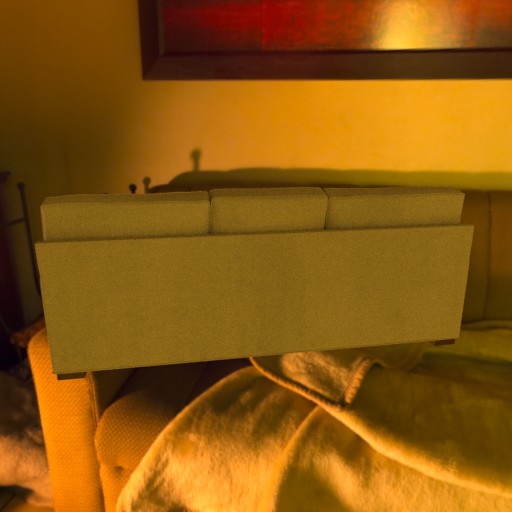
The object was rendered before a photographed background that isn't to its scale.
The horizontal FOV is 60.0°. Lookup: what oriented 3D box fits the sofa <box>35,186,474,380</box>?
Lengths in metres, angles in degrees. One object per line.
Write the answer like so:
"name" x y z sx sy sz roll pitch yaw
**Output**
"sofa" 0.000 0.000 2.558 2.093 0.862 0.936 -3 16 -10
